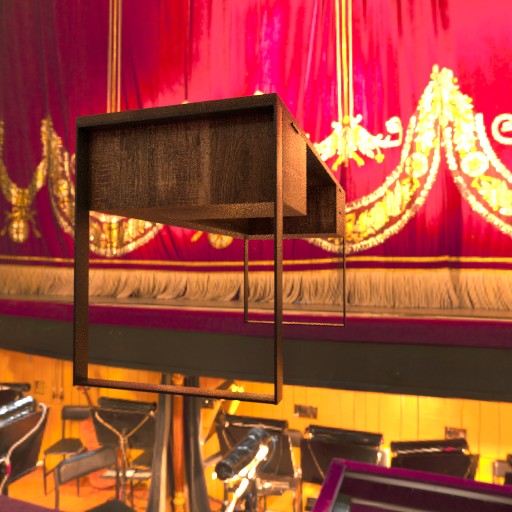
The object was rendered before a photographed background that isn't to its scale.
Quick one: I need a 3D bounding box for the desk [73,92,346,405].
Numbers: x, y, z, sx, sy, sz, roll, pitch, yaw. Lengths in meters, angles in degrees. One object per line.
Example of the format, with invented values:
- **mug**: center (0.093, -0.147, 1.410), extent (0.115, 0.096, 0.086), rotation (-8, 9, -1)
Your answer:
- **desk**: center (0.000, 0.000, 1.892), extent (0.599, 0.762, 1.524), rotation (0, -2, 18)
